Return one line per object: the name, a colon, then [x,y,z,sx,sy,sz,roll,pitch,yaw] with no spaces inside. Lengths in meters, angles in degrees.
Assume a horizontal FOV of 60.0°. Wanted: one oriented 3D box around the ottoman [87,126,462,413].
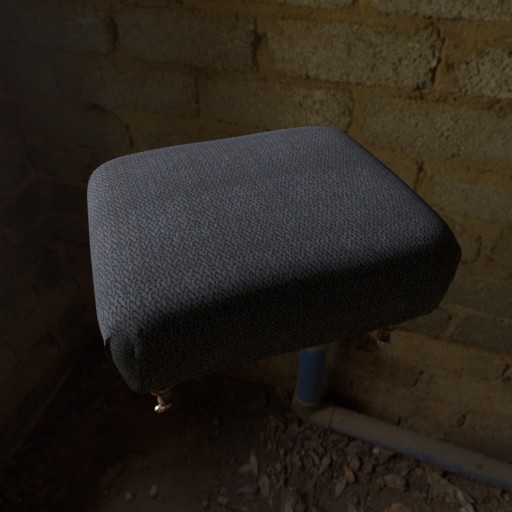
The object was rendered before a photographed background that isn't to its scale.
ottoman: [0.000,0.000,1.112,0.747,0.450,0.622,-12,42,-14]
